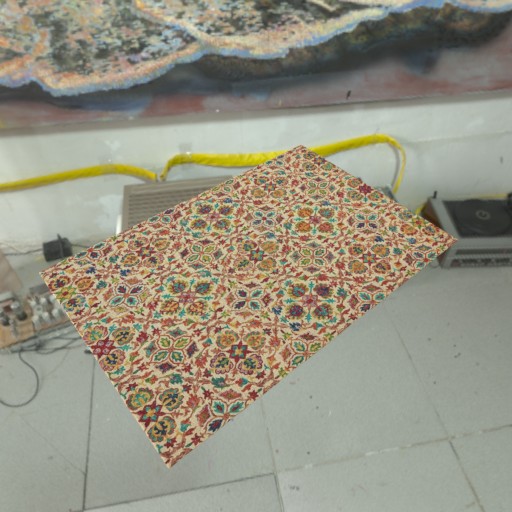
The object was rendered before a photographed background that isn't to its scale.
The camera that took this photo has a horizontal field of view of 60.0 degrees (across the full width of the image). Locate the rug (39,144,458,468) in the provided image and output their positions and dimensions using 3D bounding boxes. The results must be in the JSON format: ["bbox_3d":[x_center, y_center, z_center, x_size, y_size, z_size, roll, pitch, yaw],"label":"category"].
[{"bbox_3d":[0.000,0.000,2.322,1.838,0.013,1.226,-31,54,-26],"label":"rug"}]
